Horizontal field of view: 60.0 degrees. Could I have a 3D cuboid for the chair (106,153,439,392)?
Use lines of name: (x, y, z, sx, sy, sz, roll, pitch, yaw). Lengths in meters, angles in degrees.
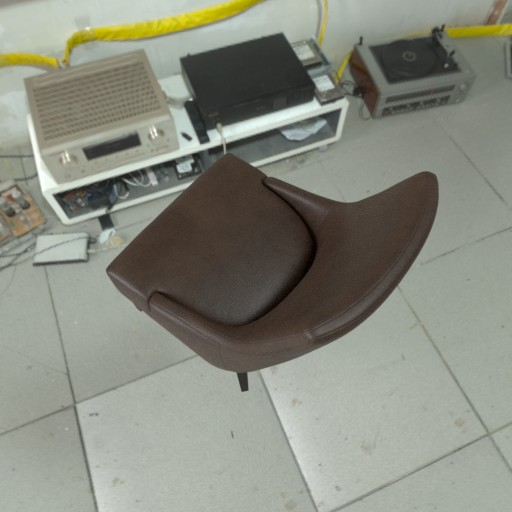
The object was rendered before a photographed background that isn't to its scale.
chair: (0.000, 0.000, 1.491, 0.861, 0.909, 0.701, 34, 67, 17)
